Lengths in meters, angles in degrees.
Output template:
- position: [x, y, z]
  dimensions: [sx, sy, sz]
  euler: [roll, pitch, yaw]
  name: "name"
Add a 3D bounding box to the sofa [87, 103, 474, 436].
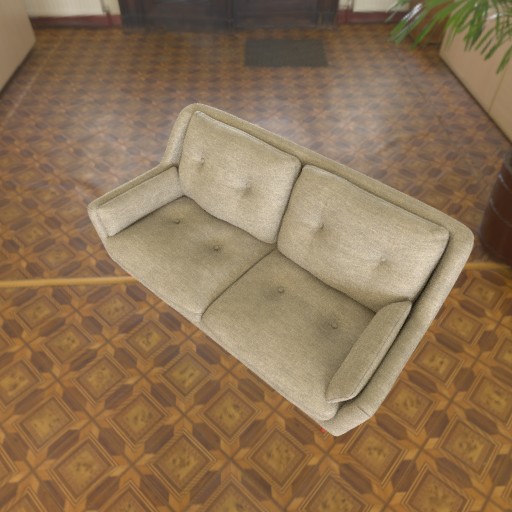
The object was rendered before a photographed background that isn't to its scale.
- position: [0.000, 0.000, 2.443]
  dimensions: [1.930, 0.897, 0.976]
  euler: [33, 54, 27]
  name: "sofa"
